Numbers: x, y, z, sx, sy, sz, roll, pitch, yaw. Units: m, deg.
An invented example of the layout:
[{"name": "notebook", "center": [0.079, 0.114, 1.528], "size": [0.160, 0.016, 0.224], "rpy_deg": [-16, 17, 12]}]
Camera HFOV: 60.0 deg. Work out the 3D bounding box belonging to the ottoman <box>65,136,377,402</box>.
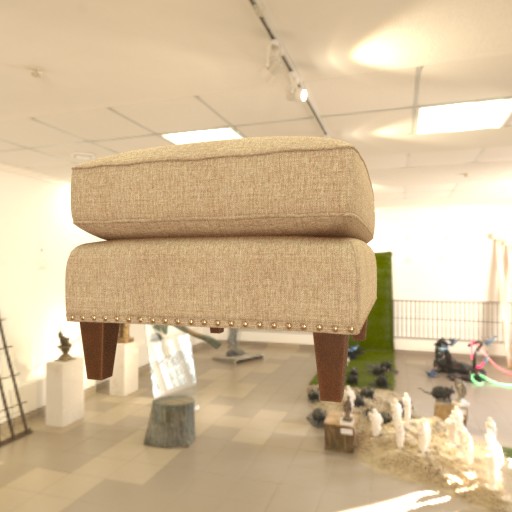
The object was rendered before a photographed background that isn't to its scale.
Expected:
[{"name": "ottoman", "center": [0.000, 0.000, 1.153], "size": [0.584, 0.513, 0.741], "rpy_deg": [0, -1, 17]}]
